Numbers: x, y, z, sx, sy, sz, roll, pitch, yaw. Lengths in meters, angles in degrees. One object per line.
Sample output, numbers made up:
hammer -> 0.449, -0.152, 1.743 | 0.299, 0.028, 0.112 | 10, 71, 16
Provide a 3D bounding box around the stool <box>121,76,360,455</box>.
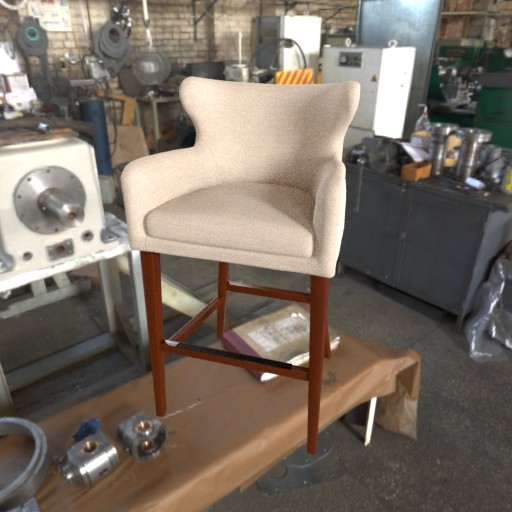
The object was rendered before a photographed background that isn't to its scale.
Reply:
stool -> 0.000, 0.000, 1.409 | 0.556, 1.034, 0.563 | 8, 27, 15
